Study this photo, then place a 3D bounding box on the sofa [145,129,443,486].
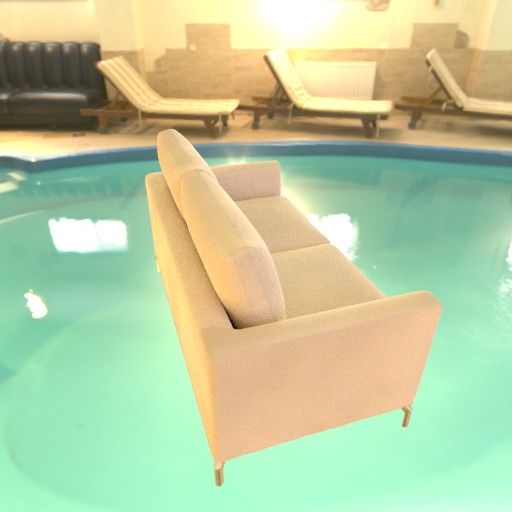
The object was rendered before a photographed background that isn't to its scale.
[{"bbox_3d":[0.000,0.000,2.304,0.906,0.995,1.739,-10,32,-16],"label":"sofa"}]
